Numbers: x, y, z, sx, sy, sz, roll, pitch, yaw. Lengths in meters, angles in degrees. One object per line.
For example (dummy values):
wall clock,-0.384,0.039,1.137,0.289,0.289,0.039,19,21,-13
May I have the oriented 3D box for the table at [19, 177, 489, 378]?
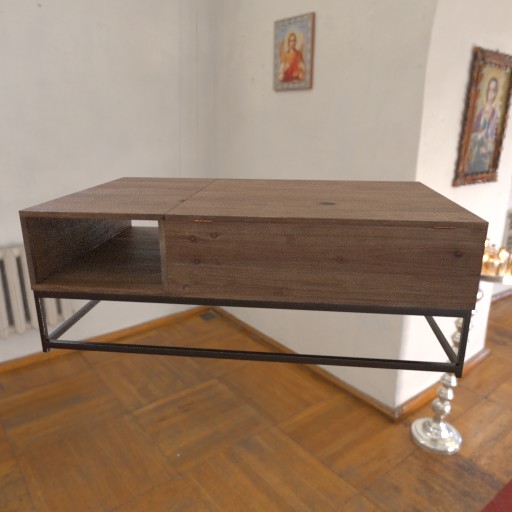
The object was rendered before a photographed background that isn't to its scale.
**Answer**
table,0.000,0.000,1.393,1.101,0.395,0.655,2,17,6
